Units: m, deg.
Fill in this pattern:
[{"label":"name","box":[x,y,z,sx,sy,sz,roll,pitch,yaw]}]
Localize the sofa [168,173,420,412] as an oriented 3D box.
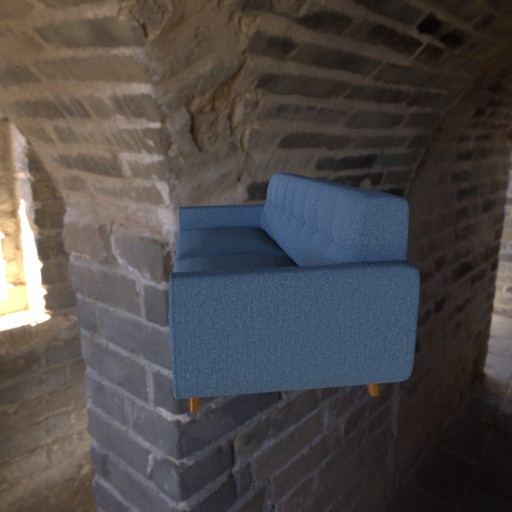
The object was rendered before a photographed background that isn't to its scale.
[{"label":"sofa","box":[0.000,0.000,2.581,0.942,0.884,2.055,-2,13,-8]}]
